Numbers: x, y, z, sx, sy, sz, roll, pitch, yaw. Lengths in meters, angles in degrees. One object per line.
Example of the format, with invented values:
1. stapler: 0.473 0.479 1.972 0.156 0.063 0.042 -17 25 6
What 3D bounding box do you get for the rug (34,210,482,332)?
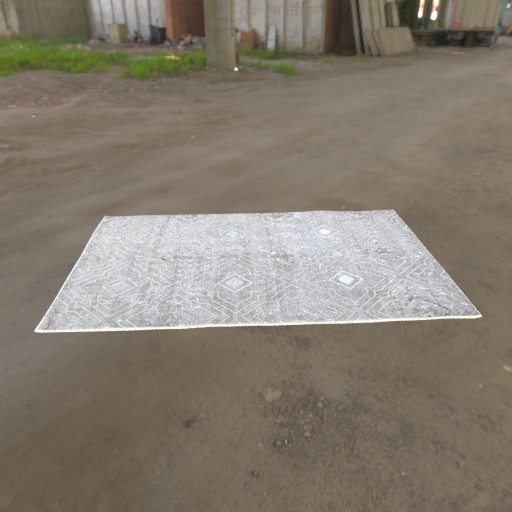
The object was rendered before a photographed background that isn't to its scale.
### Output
1. rug: 0.000 0.000 3.087 2.447 0.036 1.537 -1 29 -3
